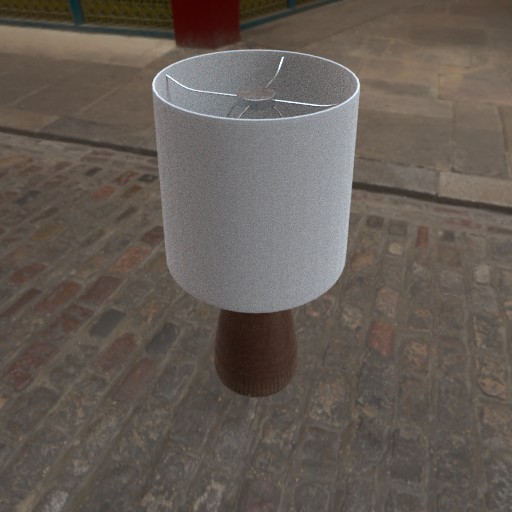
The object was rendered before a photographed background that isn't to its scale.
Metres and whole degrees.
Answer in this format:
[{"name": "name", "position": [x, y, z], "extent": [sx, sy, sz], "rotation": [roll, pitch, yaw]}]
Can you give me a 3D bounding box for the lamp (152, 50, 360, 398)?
[{"name": "lamp", "position": [0.000, 0.000, 0.473], "extent": [0.186, 0.369, 0.186], "rotation": [0, 40, 0]}]
